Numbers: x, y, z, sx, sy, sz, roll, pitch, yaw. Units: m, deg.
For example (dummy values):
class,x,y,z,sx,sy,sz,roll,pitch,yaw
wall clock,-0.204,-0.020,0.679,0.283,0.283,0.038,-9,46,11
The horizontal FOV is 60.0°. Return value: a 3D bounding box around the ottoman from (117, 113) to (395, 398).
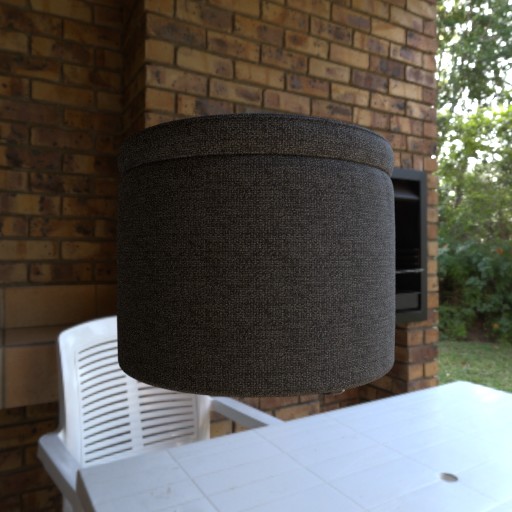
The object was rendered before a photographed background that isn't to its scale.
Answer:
class,x,y,z,sx,sy,sz,roll,pitch,yaw
ottoman,0.000,0.000,0.868,0.520,0.430,0.520,0,0,0
